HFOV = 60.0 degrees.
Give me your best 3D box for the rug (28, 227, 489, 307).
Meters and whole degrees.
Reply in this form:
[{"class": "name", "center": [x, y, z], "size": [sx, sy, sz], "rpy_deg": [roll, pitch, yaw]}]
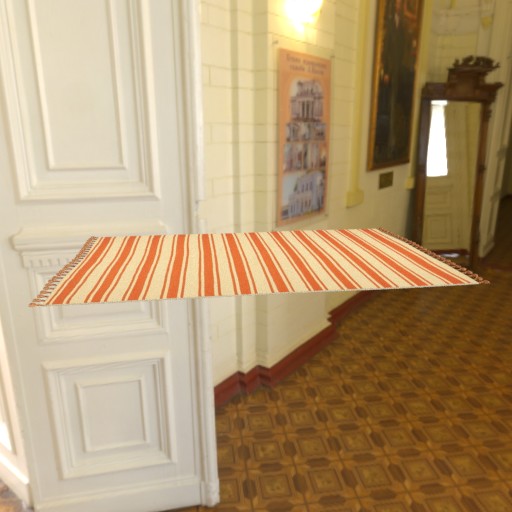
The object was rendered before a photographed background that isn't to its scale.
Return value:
[{"class": "rug", "center": [0.000, 0.000, 2.546], "size": [2.092, 0.017, 1.232], "rpy_deg": [-2, 16, -8]}]
